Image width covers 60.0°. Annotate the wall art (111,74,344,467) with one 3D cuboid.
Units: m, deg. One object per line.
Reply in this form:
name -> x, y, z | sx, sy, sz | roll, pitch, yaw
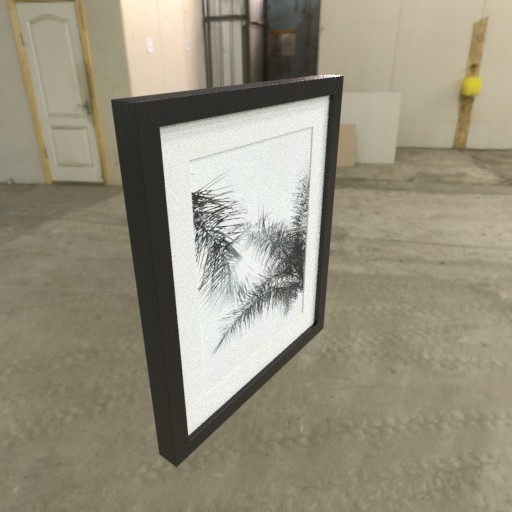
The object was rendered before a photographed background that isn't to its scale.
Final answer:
wall art -> 0.000, 0.000, 0.526 | 0.028, 0.380, 0.325 | 18, 32, 33
